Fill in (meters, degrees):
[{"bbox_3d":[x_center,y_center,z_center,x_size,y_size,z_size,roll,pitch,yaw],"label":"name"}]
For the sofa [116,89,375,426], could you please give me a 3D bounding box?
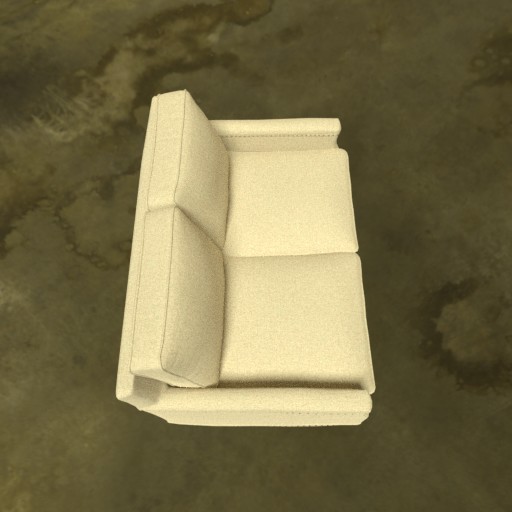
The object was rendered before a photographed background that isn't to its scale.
[{"bbox_3d":[0.000,0.000,2.285,1.084,1.003,1.597,0,65,0],"label":"sofa"}]
